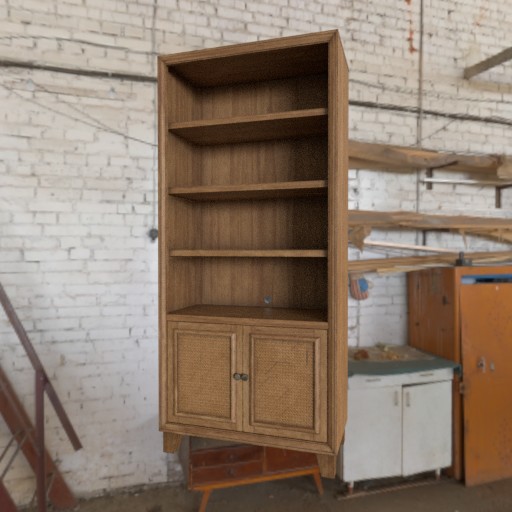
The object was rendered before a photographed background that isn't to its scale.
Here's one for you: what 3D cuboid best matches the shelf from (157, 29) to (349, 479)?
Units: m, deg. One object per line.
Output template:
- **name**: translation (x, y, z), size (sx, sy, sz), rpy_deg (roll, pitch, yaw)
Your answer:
- **shelf**: translation (0.000, 0.000, 2.221), size (0.864, 1.930, 0.453), rpy_deg (0, 1, 18)
